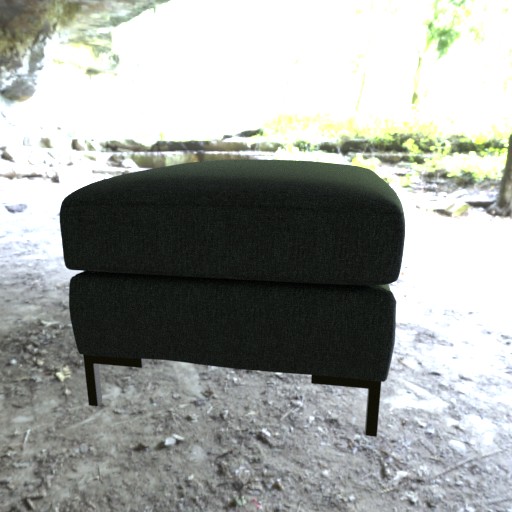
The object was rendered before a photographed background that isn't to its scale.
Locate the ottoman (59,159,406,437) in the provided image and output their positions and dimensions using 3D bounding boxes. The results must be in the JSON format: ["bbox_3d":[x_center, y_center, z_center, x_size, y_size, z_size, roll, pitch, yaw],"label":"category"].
[{"bbox_3d":[0.000,0.000,1.276,0.695,0.533,0.831,3,15,10],"label":"ottoman"}]
